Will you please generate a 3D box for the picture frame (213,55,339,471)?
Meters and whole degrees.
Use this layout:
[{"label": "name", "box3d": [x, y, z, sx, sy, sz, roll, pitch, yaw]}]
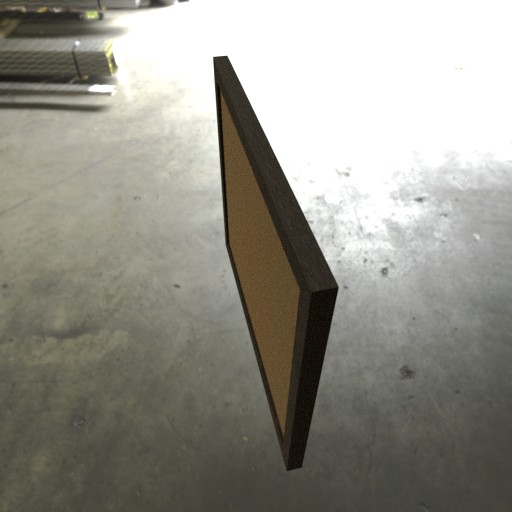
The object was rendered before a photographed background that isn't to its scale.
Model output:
[{"label": "picture frame", "box3d": [0.000, 0.000, 0.749, 0.026, 0.455, 0.546, -10, 46, -9]}]
